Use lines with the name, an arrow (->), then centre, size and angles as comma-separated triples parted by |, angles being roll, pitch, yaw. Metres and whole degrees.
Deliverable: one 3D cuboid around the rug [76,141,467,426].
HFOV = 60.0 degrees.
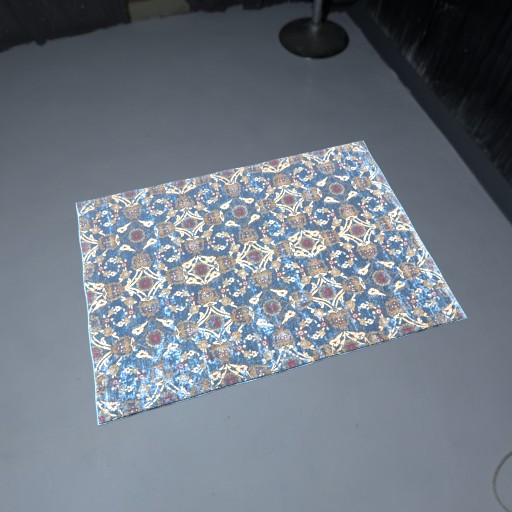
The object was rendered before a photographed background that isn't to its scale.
rug -> 0.000, 0.000, 2.914 | 2.207, 0.014, 1.567 | -14, 59, -8
